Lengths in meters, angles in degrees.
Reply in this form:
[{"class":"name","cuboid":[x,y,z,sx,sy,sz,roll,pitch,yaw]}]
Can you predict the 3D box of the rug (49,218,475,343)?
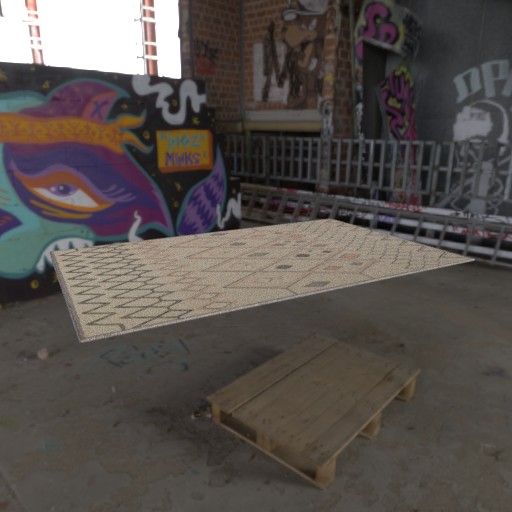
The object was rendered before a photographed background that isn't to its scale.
[{"class":"rug","cuboid":[0.000,0.000,2.988,2.438,0.015,1.524,-9,18,-27]}]
